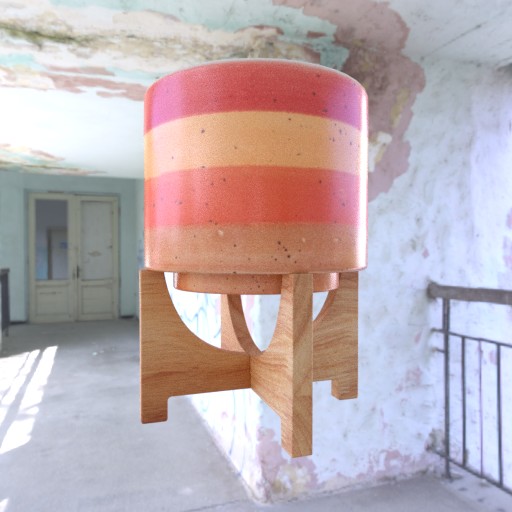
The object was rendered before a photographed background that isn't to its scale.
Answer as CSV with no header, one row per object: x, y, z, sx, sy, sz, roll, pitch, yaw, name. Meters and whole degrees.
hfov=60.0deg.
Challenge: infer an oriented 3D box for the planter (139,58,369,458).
0.000,0.000,0.390,0.199,0.268,0.199,0,1,0,planter
